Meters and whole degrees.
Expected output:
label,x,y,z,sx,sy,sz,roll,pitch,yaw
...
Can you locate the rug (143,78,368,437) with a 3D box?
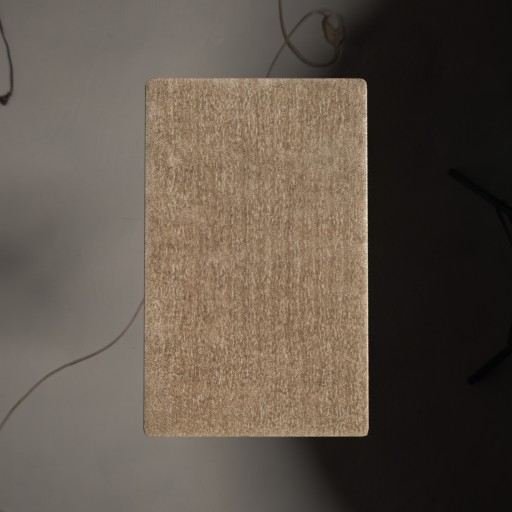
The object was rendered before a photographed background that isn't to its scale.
label,x,y,z,sx,sy,sz,roll,pitch,yaw
rug,0.000,0.000,3.054,1.539,0.024,2.469,0,89,0
